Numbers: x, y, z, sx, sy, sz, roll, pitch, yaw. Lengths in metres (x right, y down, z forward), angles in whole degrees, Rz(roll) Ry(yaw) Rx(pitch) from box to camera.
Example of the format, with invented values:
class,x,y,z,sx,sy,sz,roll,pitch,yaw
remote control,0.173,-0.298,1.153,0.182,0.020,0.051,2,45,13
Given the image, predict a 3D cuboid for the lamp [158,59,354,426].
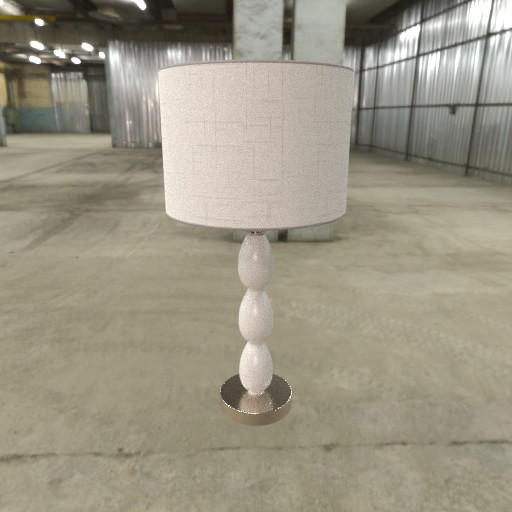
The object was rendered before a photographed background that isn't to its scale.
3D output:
class,x,y,z,sx,sy,sz,roll,pitch,yaw
lamp,0.000,0.000,0.726,0.280,0.559,0.282,8,19,23
